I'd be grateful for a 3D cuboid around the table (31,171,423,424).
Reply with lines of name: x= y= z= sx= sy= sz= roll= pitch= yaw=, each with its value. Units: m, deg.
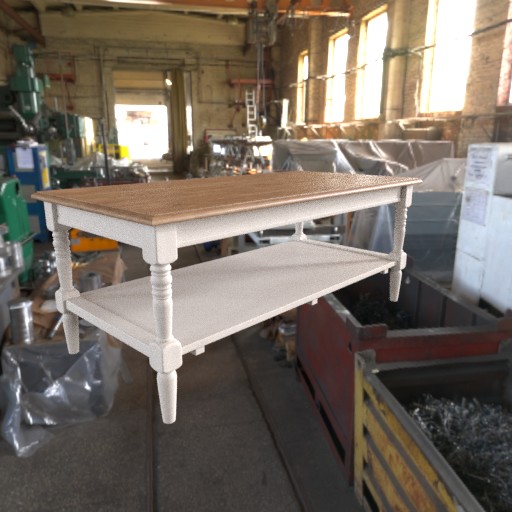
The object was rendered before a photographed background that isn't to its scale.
table: x=0.000 y=0.000 z=1.416 sx=0.559 sy=0.458 sz=1.118 roll=14 pitch=20 yaw=42
